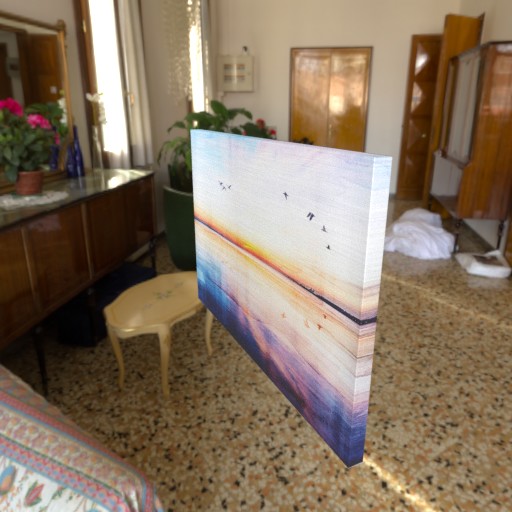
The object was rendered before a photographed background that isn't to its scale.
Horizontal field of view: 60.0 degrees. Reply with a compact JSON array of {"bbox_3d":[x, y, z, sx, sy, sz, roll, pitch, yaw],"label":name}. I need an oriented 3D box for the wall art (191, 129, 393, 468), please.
[{"bbox_3d":[0.000,0.000,1.175,0.037,0.605,0.911,-9,21,-24],"label":"wall art"}]
